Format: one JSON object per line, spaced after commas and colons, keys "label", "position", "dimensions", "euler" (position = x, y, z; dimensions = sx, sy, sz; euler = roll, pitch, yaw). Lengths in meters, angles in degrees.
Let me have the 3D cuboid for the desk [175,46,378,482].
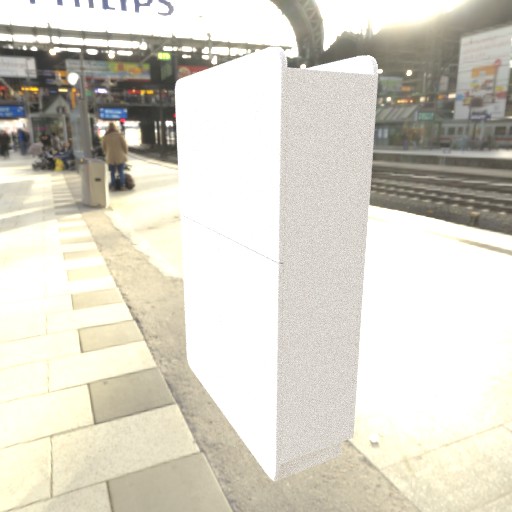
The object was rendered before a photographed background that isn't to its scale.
{"label": "desk", "position": [0.000, 0.000, 1.521], "dimensions": [0.278, 1.190, 0.795], "euler": [-8, 17, -26]}
